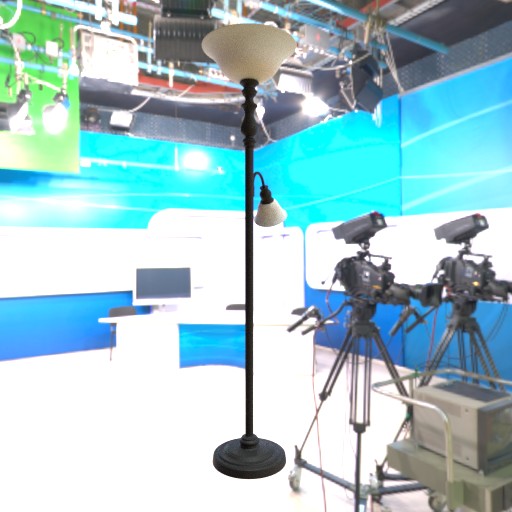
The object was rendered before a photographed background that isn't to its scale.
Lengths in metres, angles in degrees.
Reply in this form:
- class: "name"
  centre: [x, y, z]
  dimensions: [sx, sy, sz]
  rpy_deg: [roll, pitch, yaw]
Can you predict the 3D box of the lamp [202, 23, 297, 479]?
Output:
- class: "lamp"
  centre: [0.000, 0.000, 2.000]
  dimensions: [0.405, 1.793, 0.588]
  rpy_deg: [0, 1, 18]
